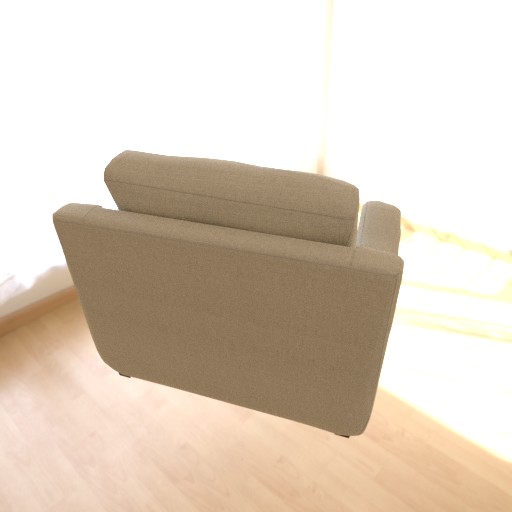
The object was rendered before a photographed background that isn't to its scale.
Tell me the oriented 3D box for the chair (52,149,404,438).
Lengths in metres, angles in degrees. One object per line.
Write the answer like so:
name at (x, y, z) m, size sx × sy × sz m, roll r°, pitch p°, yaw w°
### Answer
chair at (0.000, 0.000, 1.929) m, size 1.178 × 1.016 × 1.009 m, roll 10°, pitch 33°, yaw 16°
